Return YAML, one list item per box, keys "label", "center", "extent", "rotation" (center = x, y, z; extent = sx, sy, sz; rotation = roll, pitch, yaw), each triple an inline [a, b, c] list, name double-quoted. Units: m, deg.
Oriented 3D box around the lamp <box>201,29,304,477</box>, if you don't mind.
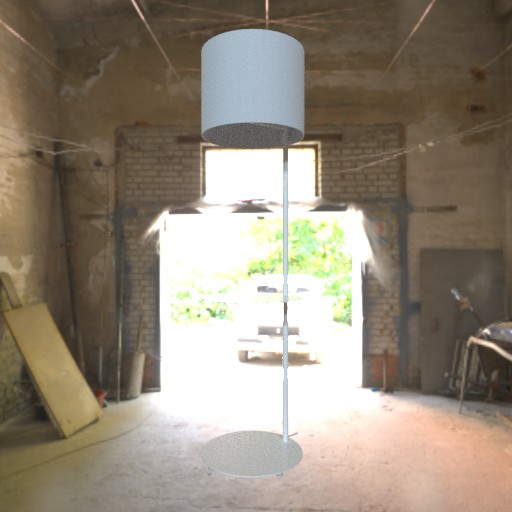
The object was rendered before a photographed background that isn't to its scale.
- label: "lamp"
  center: [0.000, 0.000, 1.626]
  extent: [0.405, 1.465, 0.372]
  rotation: [0, 1, -35]
